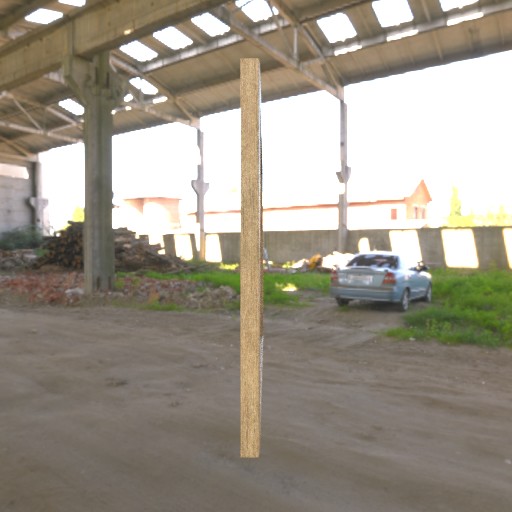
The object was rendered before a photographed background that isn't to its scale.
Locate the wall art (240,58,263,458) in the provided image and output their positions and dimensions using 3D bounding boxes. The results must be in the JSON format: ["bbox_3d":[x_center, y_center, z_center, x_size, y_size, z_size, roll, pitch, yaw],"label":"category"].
[{"bbox_3d":[0.000,0.000,0.938,0.026,0.535,0.690,0,1,1],"label":"wall art"}]
